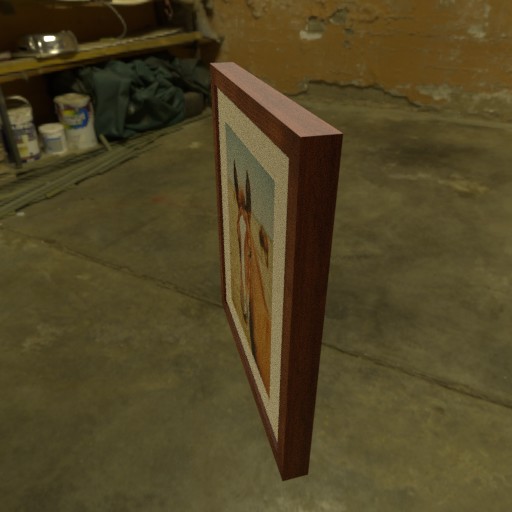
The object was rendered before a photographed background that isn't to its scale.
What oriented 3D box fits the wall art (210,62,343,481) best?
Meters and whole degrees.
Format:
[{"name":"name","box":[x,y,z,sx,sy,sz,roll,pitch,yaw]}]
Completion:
[{"name":"wall art","box":[0.000,0.000,0.527,0.030,0.381,0.330,-8,32,-13]}]
